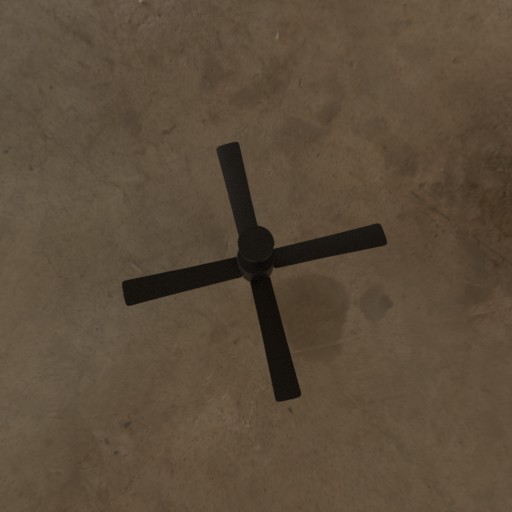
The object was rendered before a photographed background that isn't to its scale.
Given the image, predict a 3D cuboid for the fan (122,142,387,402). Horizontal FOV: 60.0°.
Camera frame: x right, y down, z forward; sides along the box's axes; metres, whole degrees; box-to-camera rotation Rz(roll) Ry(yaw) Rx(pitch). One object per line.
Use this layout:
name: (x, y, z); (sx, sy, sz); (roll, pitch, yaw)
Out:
fan: (0.000, 0.000, 2.348); (1.525, 0.534, 1.525); (-12, 77, -3)
